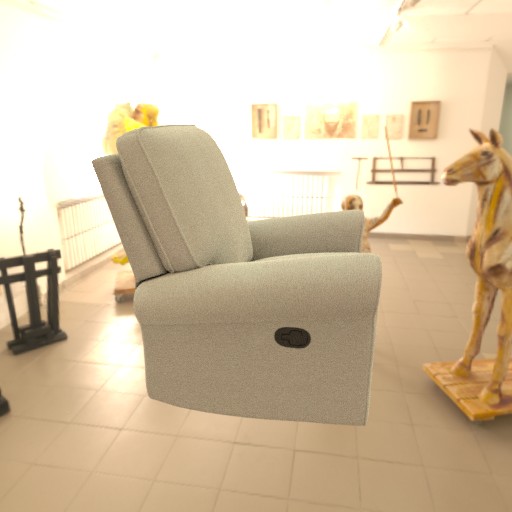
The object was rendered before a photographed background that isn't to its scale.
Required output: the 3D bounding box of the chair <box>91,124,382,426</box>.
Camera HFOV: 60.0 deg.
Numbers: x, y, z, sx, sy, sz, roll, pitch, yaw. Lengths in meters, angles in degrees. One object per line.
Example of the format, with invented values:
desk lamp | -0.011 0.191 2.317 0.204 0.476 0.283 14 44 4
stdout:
chair | 0.000 0.000 1.682 0.878 0.960 0.890 3 17 9
